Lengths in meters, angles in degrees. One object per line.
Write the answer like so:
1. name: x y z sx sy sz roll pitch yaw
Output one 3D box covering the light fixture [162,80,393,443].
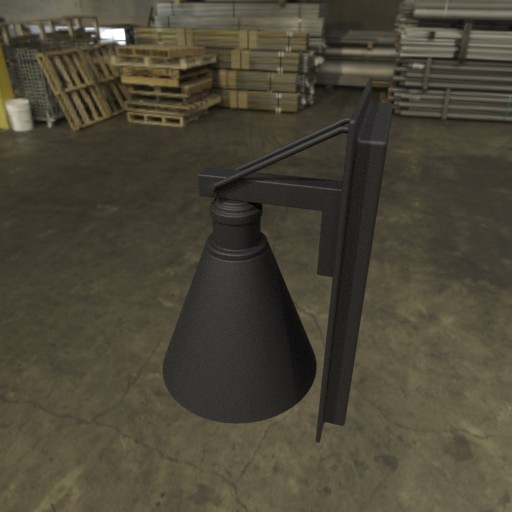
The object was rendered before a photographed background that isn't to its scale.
1. light fixture: 0.000 0.000 0.420 0.207 0.298 0.170 9 32 14
